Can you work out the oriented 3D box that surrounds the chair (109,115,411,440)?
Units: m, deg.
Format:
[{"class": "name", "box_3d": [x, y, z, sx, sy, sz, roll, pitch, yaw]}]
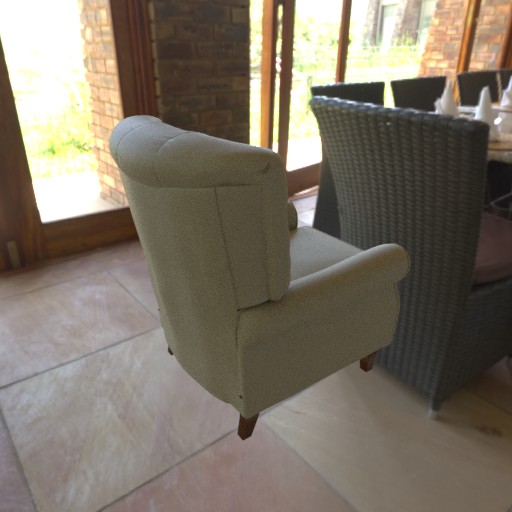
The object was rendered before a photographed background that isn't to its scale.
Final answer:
[{"class": "chair", "box_3d": [0.000, 0.000, 1.883, 1.059, 1.158, 0.943, -17, 30, -31]}]
